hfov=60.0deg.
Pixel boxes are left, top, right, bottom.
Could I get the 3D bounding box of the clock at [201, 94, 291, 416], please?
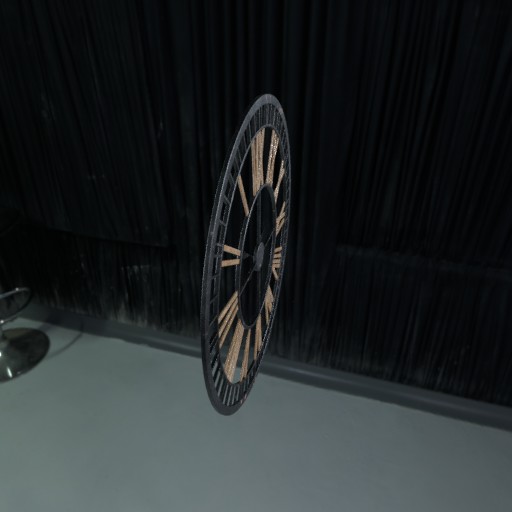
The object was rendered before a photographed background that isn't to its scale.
[{"bbox_3d":[0.000,0.000,1.224,0.025,0.843,0.843,8,31,13],"label":"clock"}]
